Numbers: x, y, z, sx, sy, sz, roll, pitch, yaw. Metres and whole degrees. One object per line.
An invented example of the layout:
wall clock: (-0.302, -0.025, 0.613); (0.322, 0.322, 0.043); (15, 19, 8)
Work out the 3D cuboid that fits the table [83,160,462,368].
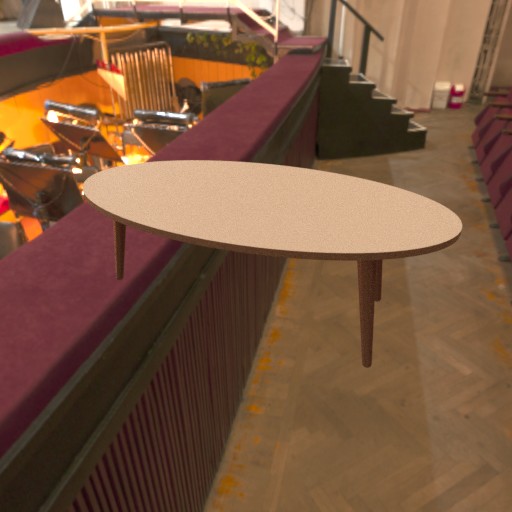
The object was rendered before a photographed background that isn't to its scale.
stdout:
table: (0.000, 0.000, 1.351); (1.083, 0.390, 0.542); (10, 33, 15)
